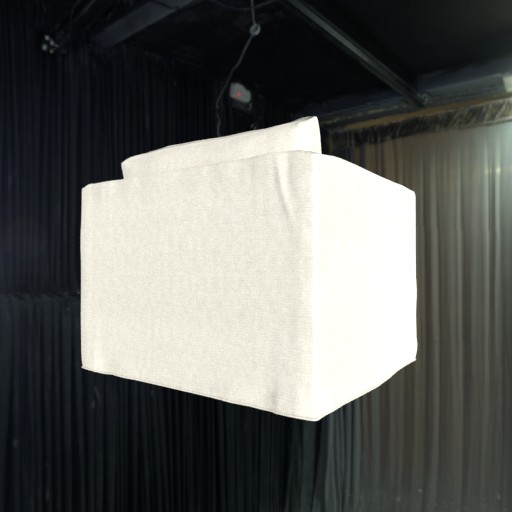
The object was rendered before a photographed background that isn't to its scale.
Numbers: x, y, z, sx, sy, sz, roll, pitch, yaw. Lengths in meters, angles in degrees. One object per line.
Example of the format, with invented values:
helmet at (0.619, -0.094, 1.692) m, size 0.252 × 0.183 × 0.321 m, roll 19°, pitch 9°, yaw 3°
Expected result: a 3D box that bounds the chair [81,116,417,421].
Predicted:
chair at (0.000, 0.000, 1.797) m, size 1.057 × 0.867 × 0.949 m, roll -1°, pitch -1°, yaw 35°
